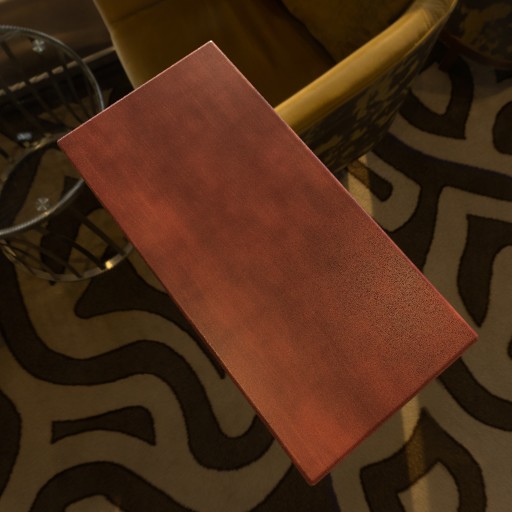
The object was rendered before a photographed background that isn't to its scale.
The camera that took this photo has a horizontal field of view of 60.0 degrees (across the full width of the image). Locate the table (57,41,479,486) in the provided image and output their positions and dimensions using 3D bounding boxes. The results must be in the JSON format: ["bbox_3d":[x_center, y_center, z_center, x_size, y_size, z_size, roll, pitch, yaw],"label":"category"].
[{"bbox_3d":[0.000,0.000,1.456,0.580,0.485,1.171,-37,79,-9],"label":"table"}]
